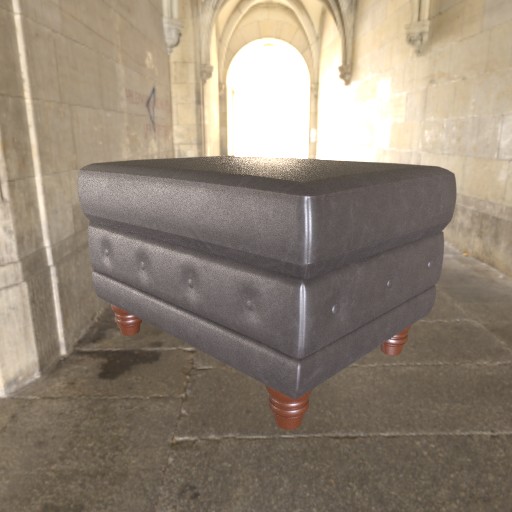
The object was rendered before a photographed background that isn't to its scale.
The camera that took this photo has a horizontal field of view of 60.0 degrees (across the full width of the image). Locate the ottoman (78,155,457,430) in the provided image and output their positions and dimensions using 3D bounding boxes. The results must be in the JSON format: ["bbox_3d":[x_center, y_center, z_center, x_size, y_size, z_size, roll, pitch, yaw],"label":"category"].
[{"bbox_3d":[0.000,0.000,1.171,0.795,0.498,0.590,14,21,42],"label":"ottoman"}]
